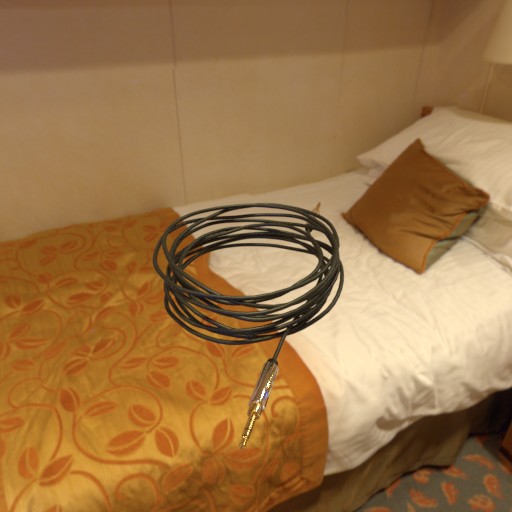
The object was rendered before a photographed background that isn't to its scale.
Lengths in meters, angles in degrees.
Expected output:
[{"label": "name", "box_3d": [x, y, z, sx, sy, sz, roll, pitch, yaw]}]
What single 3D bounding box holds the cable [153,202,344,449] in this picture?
[{"label": "cable", "box_3d": [0.000, 0.000, 0.494, 0.198, 0.069, 0.432, 9, 33, 14]}]
